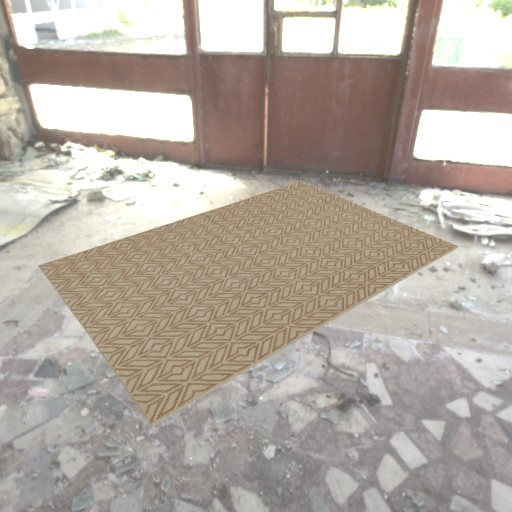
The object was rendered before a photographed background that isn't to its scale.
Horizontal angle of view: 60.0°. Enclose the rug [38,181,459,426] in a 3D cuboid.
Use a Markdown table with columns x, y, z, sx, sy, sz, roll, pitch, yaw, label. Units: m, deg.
| x | y | z | sx | sy | sz | roll | pitch | yaw | label |
| --- | --- | --- | --- | --- | --- | --- | --- | --- | --- |
| 0.000 | 0.000 | 2.305 | 1.828 | 0.007 | 1.220 | -22 | 38 | -32 | rug |
